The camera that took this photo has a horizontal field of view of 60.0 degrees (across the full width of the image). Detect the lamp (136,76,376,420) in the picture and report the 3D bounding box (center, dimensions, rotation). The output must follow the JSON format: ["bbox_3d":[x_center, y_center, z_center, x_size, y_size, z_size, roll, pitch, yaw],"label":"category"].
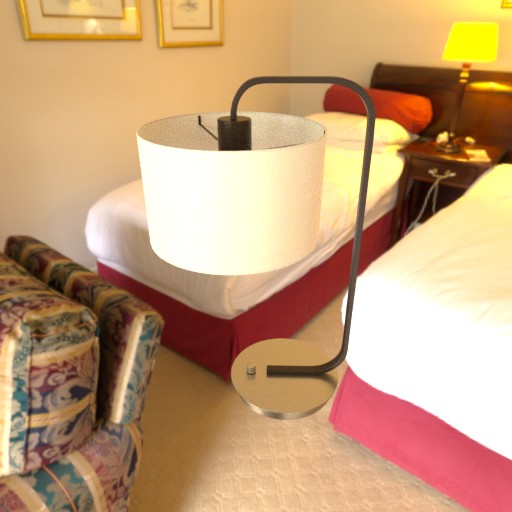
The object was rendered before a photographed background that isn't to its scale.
[{"bbox_3d":[0.000,0.000,0.627,0.288,0.473,0.230,1,28,1],"label":"lamp"}]
